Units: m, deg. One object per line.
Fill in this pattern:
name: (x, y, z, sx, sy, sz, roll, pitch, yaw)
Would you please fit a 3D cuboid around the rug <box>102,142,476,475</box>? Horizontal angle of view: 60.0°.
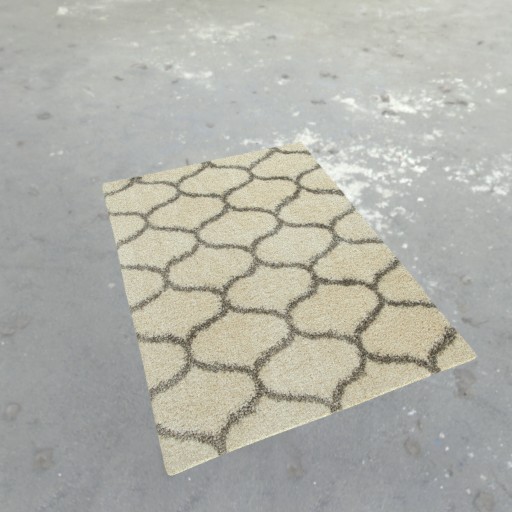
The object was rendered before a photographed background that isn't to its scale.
rug: (0.000, 0.000, 2.055, 1.200, 0.025, 1.600, -15, 48, -14)
